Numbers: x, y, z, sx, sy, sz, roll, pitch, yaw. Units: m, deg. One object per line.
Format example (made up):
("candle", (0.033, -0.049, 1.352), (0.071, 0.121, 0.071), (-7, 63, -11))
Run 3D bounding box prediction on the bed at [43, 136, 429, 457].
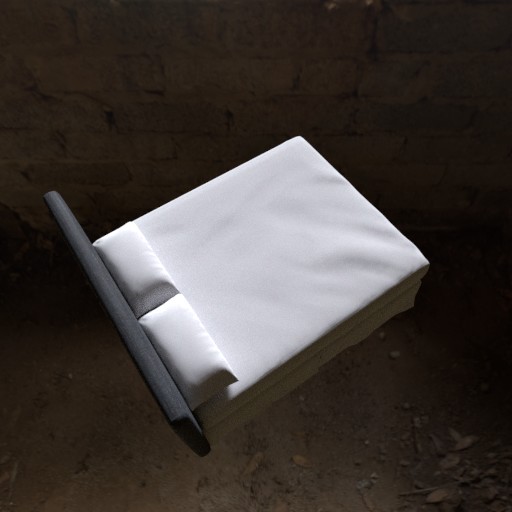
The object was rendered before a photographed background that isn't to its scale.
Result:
("bed", (0.000, 0.000, 3.241), (2.142, 1.330, 1.723), (-31, 64, -17))
